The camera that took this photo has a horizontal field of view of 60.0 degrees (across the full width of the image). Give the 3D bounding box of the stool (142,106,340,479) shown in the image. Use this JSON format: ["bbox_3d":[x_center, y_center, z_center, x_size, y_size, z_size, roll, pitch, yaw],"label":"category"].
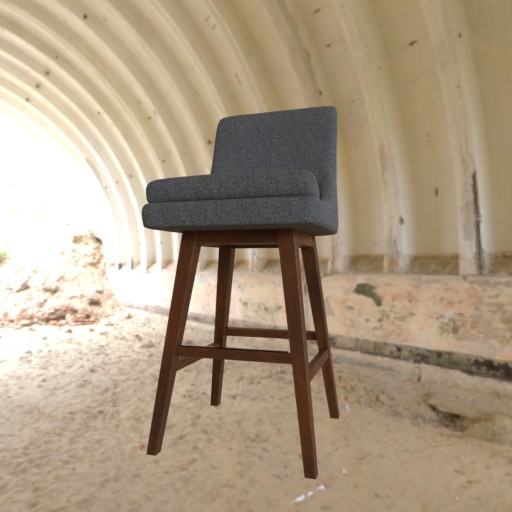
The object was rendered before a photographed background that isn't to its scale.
[{"bbox_3d":[0.000,0.000,1.377,0.489,1.068,0.572,0,-1,18],"label":"stool"}]
